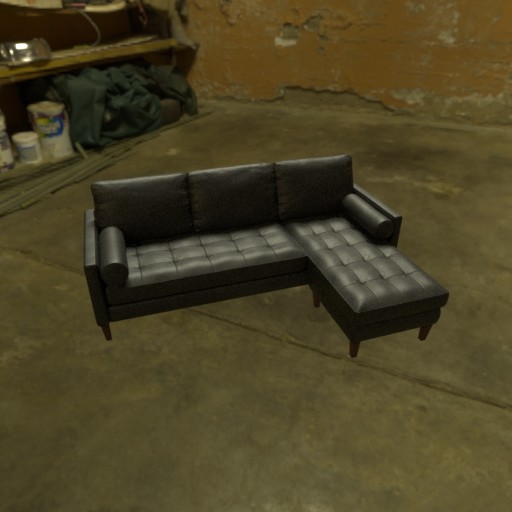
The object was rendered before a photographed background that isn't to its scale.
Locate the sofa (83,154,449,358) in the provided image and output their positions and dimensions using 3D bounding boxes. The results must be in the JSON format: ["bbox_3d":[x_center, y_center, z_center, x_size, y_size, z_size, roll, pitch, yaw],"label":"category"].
[{"bbox_3d":[0.000,0.000,3.018,2.178,0.876,1.497,-10,32,-16],"label":"sofa"}]
